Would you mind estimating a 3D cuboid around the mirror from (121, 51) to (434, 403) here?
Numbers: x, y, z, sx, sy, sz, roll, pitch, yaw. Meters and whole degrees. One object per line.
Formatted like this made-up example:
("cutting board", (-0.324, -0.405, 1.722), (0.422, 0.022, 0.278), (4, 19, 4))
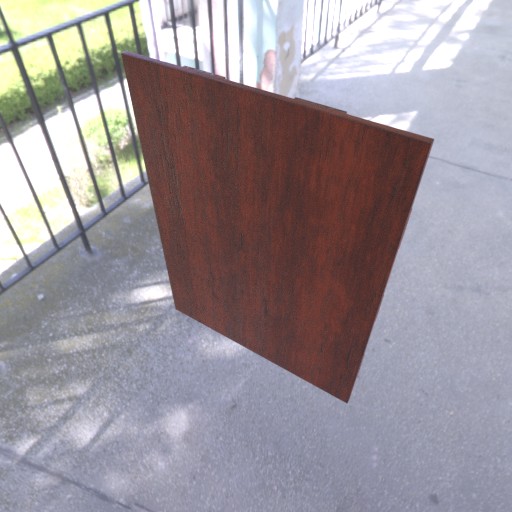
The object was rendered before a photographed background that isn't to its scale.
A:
("mirror", (0.000, 0.000, 1.033), (0.600, 0.805, 0.021), (24, 51, 22))
